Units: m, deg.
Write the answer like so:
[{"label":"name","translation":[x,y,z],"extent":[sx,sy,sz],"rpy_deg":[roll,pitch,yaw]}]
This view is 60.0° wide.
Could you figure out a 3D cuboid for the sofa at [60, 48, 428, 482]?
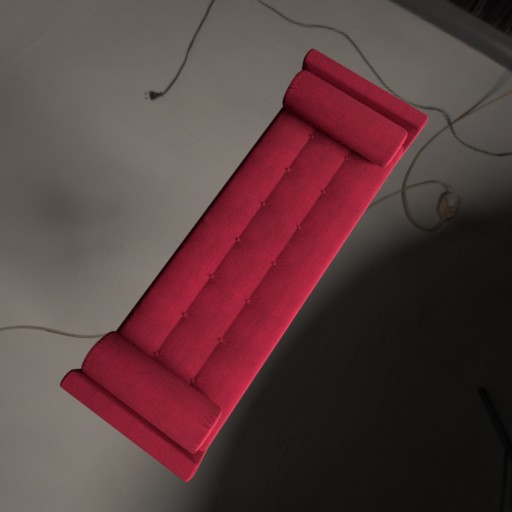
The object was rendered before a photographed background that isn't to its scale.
[{"label":"sofa","translation":[0.000,0.000,2.295],"extent":[0.686,0.635,1.981],"rpy_deg":[34,80,7]}]
